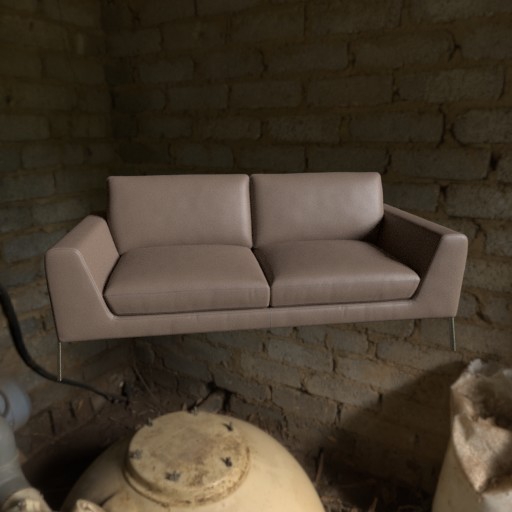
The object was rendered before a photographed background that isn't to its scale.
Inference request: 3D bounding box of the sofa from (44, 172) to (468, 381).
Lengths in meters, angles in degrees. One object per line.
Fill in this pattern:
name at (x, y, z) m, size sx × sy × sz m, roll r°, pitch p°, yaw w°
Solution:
sofa at (0.000, 0.000, 2.533) m, size 2.017 × 0.875 × 0.953 m, roll -2°, pitch 16°, yaw -8°
